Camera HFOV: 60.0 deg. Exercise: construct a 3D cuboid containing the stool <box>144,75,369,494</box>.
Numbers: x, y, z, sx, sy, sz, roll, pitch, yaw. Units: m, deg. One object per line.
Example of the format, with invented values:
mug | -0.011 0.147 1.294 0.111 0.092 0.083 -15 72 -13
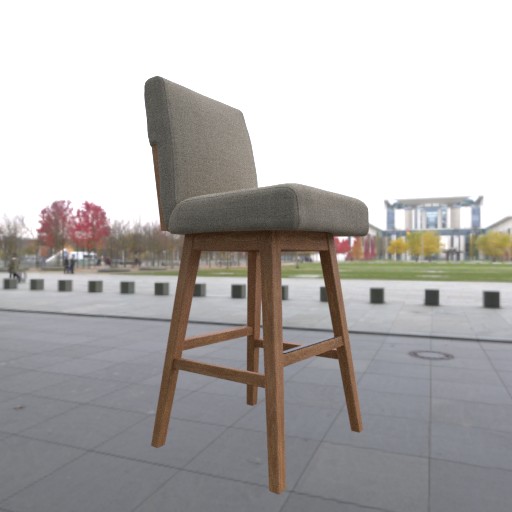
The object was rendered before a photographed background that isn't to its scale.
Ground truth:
stool | 0.000 0.000 1.364 0.569 1.106 0.483 0 0 37
